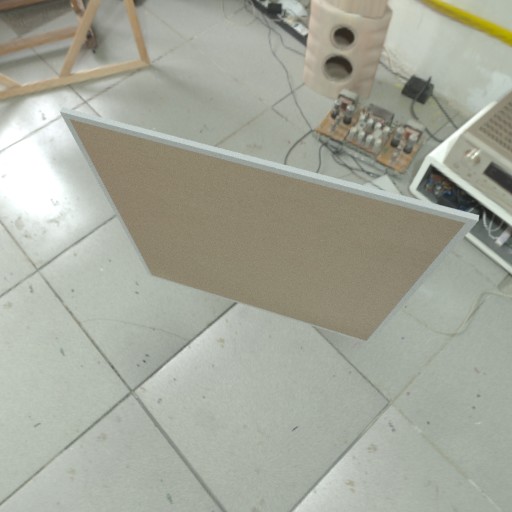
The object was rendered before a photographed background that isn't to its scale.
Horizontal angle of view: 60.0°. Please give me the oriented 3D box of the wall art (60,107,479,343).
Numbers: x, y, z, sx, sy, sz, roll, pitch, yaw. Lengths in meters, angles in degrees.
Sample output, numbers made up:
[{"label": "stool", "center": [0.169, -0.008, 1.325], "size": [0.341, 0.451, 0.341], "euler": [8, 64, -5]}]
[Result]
[{"label": "wall art", "center": [0.000, 0.000, 0.667], "size": [0.456, 0.456, 0.007], "euler": [16, 65, 8]}]
